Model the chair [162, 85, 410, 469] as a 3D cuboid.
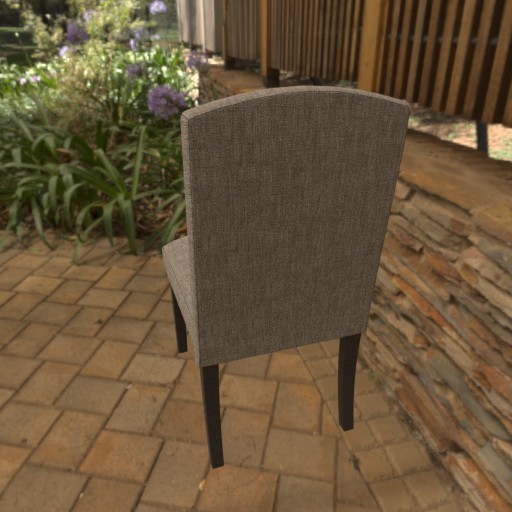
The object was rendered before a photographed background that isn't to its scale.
[{"bbox_3d":[0.000,0.000,1.213,0.451,0.917,0.580,-8,27,-17],"label":"chair"}]
